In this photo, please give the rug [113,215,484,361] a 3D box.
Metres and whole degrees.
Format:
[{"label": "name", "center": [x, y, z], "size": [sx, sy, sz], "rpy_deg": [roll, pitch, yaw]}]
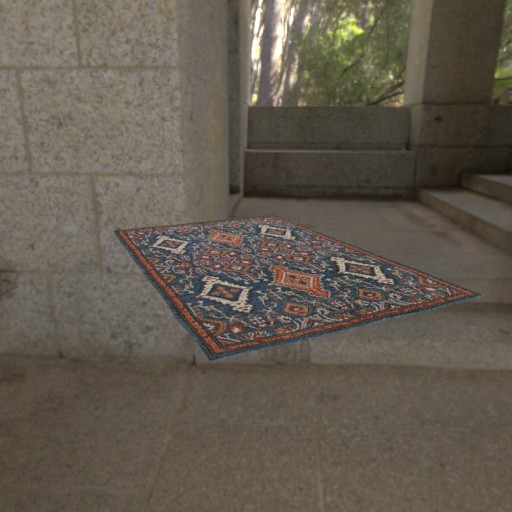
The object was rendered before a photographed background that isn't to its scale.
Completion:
[{"label": "rug", "center": [0.000, 0.000, 4.278], "size": [2.190, 0.008, 3.371], "rpy_deg": [-8, 18, -25]}]
